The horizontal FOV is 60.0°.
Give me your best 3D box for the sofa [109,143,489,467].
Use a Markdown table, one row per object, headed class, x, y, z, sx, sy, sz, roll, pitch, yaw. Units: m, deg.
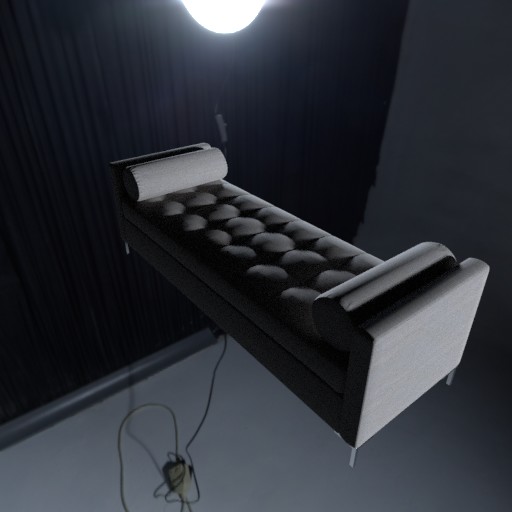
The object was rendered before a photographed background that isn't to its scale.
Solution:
| class | x | y | z | sx | sy | sz | roll | pitch | yaw |
| --- | --- | --- | --- | --- | --- | --- | --- | --- | --- |
| sofa | 0.000 | 0.000 | 2.290 | 0.686 | 0.635 | 1.981 | -22 | 37 | -32 |
